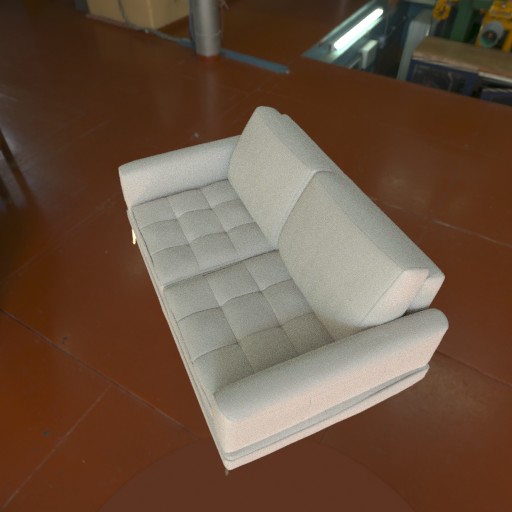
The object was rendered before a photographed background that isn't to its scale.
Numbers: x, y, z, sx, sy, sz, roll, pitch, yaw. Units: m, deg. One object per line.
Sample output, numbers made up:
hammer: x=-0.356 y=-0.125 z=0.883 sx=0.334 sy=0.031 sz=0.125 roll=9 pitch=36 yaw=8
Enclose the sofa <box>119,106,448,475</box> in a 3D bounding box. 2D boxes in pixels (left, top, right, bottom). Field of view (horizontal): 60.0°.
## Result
sofa: x=0.000 y=0.000 z=2.417 sx=1.121 sy=0.930 sz=1.819 roll=-18 pitch=49 yaw=-17
